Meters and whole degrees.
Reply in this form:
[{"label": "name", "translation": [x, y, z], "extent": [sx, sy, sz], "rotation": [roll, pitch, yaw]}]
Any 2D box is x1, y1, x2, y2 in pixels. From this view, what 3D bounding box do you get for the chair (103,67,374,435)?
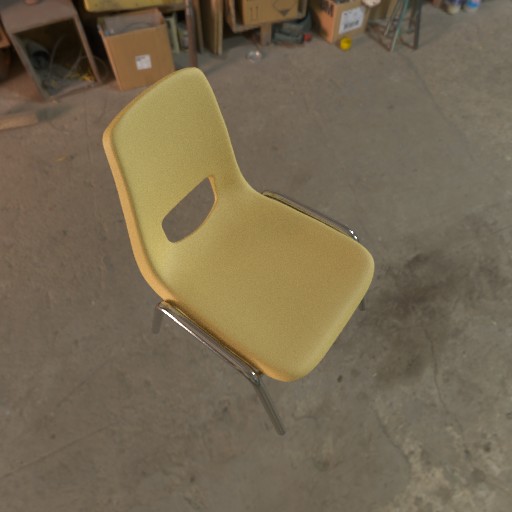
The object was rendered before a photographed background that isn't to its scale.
[{"label": "chair", "translation": [0.000, 0.000, 0.791], "extent": [0.385, 0.536, 0.354], "rotation": [31, 63, 18]}]
